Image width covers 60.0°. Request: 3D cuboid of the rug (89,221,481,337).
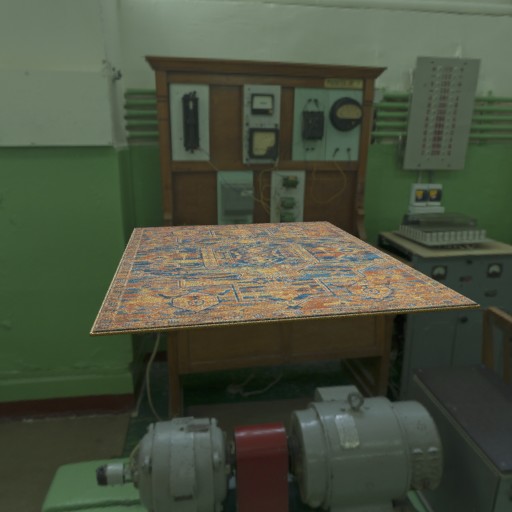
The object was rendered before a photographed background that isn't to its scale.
[{"bbox_3d":[0.000,0.000,4.114,2.435,0.031,3.040,-3,15,-10],"label":"rug"}]
